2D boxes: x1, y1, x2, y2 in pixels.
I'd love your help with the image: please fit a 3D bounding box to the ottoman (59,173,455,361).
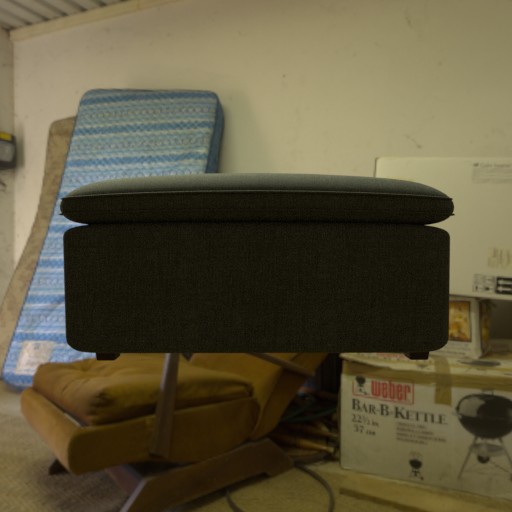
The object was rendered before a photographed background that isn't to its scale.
[{"bbox_3d":[0.000,0.000,1.677,1.067,0.559,1.067,0,1,-1],"label":"ottoman"}]
